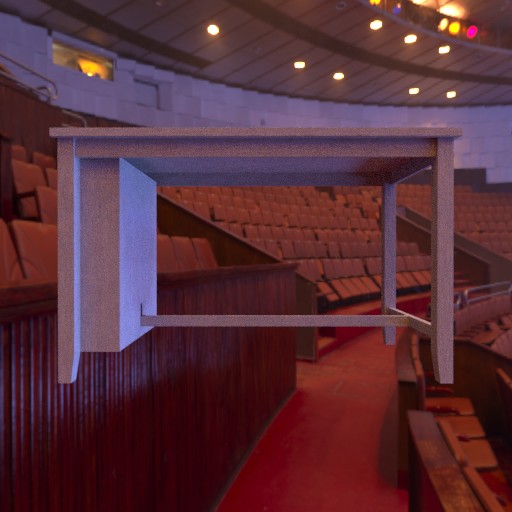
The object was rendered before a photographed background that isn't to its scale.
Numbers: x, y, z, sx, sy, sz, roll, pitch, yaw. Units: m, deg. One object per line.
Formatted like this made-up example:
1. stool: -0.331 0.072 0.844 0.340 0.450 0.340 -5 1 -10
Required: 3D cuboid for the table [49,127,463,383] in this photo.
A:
1. table: 0.000 0.000 1.866 1.397 0.874 0.729 0 0 0
